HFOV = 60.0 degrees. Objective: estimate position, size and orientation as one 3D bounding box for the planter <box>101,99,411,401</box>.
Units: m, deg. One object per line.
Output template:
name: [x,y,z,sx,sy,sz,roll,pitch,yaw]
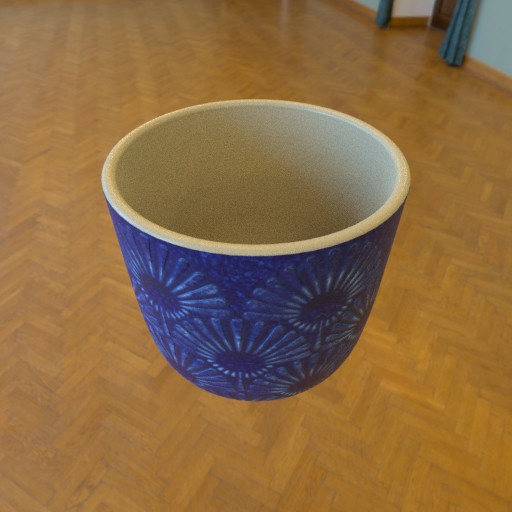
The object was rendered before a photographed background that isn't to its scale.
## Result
planter: [0.000,0.000,0.218,0.124,0.109,0.124,0,41,0]
